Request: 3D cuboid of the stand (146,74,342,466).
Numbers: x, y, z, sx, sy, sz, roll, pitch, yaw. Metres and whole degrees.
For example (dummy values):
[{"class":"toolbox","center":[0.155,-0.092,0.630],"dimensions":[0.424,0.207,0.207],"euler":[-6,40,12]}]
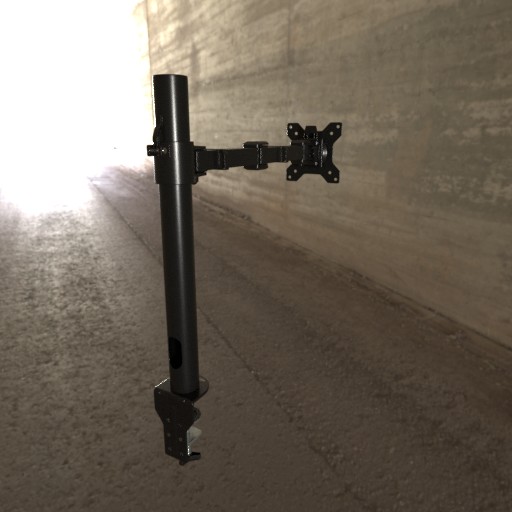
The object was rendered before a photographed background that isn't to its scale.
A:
[{"class":"stand","center":[0.000,0.000,0.726],"dimensions":[0.115,0.510,0.456],"euler":[9,18,28]}]
